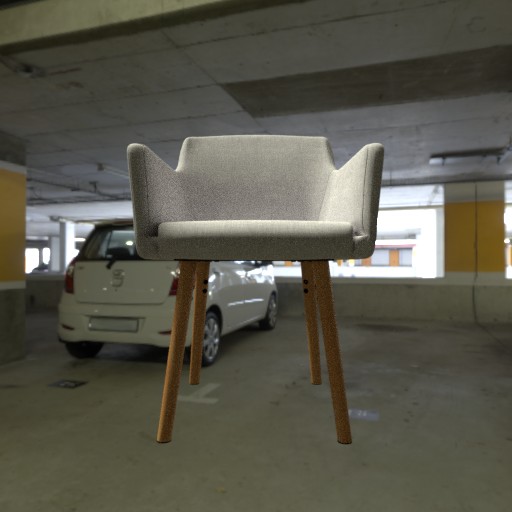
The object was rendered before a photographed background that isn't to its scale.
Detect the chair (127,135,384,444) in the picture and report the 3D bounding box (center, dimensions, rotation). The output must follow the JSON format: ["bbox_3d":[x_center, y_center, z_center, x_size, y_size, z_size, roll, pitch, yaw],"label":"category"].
[{"bbox_3d":[0.000,0.000,1.184,0.570,0.780,0.540,0,-1,0],"label":"chair"}]
